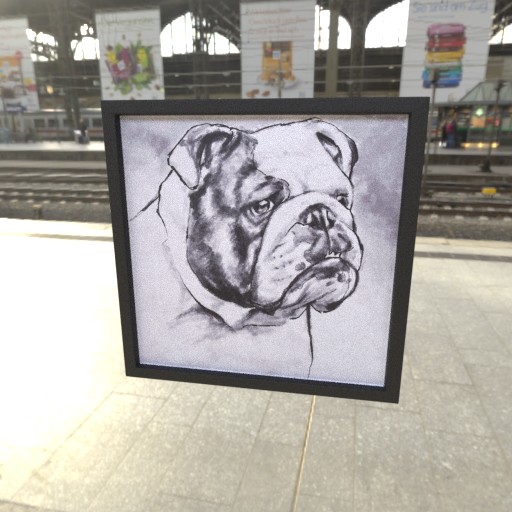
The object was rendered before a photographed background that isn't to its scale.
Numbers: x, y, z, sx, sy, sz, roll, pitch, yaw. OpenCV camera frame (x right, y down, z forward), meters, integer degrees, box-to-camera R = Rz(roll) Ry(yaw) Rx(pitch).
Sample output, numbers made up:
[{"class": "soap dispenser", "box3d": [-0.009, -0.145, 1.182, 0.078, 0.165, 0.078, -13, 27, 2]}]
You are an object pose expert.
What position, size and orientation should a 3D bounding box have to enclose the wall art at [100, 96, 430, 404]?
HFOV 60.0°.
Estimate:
[{"class": "wall art", "box3d": [0.000, 0.000, 0.677, 0.456, 0.453, 0.022, 3, 16, 10]}]
